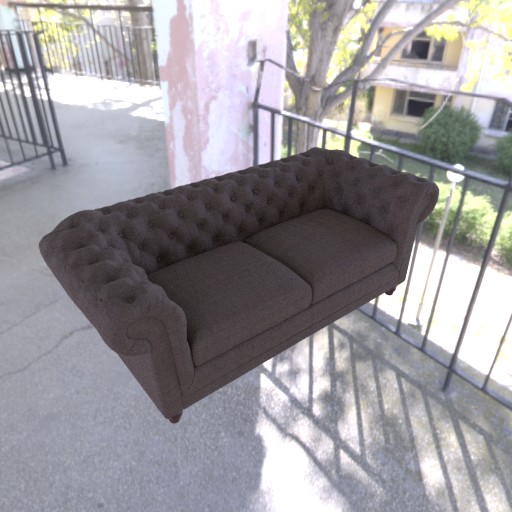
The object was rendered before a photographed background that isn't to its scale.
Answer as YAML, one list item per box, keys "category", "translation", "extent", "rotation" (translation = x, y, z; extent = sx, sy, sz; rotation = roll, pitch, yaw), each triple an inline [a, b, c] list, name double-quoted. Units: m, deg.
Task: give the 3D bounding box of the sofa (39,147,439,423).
- category: "sofa"
  translation: [0.000, 0.000, 2.517]
  extent: [2.048, 0.780, 0.944]
  rotation: [-22, 38, -32]
